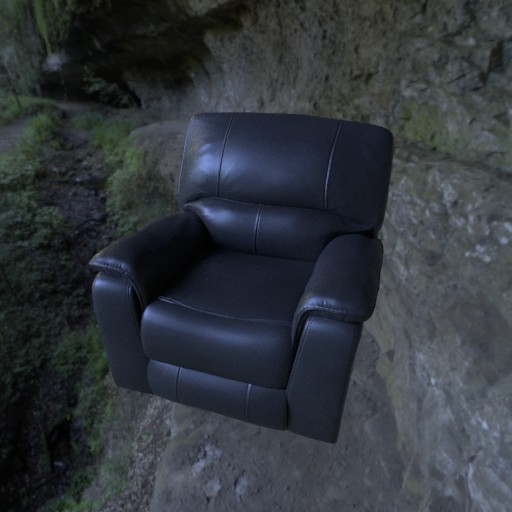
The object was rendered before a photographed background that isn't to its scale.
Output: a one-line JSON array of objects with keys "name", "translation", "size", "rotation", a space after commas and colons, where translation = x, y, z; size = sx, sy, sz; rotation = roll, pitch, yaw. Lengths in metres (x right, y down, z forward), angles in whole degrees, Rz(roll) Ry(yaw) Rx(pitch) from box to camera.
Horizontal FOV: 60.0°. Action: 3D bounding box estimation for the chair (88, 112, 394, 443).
[{"name": "chair", "translation": [0.000, 0.000, 1.978], "size": [1.096, 1.109, 1.087], "rotation": [9, 28, 17]}]
